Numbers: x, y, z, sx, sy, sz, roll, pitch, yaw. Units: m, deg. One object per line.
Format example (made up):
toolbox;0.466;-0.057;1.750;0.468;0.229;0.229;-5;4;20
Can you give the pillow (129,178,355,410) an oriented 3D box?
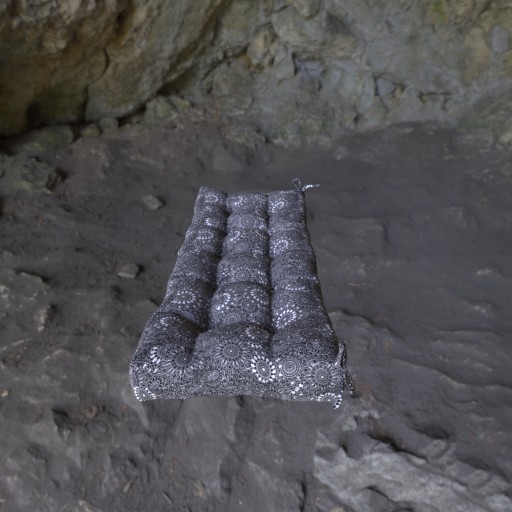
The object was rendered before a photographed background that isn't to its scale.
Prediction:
pillow;0.000;0.000;1.374;0.511;0.174;1.194;0;27;1
